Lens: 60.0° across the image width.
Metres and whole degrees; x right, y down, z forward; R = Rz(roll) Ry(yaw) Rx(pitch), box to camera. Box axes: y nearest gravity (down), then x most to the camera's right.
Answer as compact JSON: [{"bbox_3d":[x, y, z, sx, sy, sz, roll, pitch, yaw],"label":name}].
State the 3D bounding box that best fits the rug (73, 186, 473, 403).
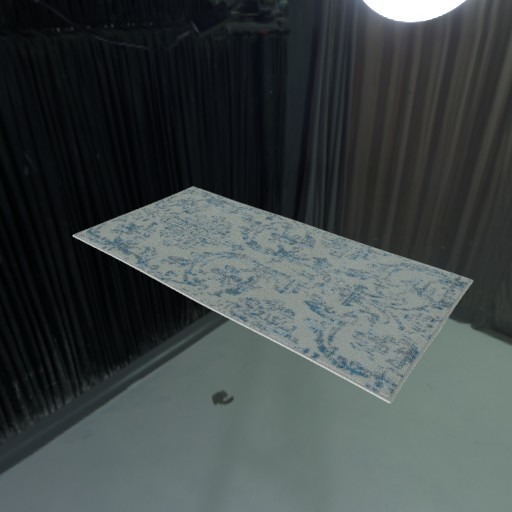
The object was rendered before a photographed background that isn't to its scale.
[{"bbox_3d":[0.000,0.000,1.478,1.220,0.007,0.605,22,37,32],"label":"rug"}]
